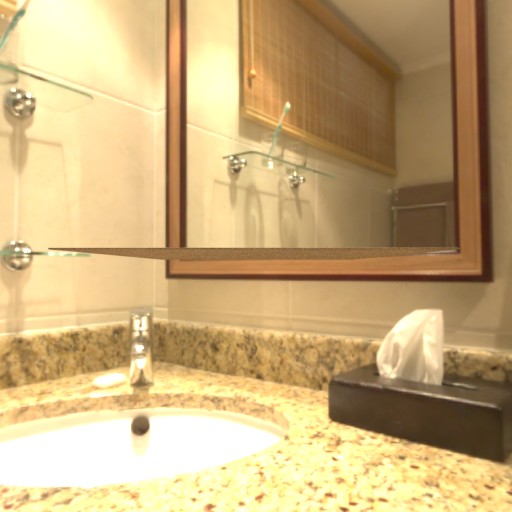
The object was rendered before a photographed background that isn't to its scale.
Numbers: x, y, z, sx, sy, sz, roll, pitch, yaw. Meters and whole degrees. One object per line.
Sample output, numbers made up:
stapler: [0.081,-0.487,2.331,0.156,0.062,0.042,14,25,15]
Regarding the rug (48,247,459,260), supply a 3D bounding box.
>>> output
rug: [0.000,0.000,3.909,2.313,0.009,2.939,0,-2,0]
